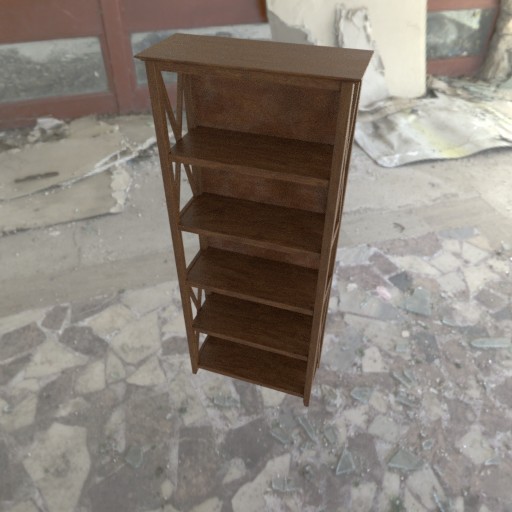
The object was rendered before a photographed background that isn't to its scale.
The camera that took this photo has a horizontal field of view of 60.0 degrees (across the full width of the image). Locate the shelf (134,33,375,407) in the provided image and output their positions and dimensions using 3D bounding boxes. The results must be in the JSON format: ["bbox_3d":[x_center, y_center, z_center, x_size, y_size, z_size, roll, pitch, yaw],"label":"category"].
[{"bbox_3d":[0.000,0.000,2.207,0.805,1.905,0.335,12,41,14],"label":"shelf"}]
